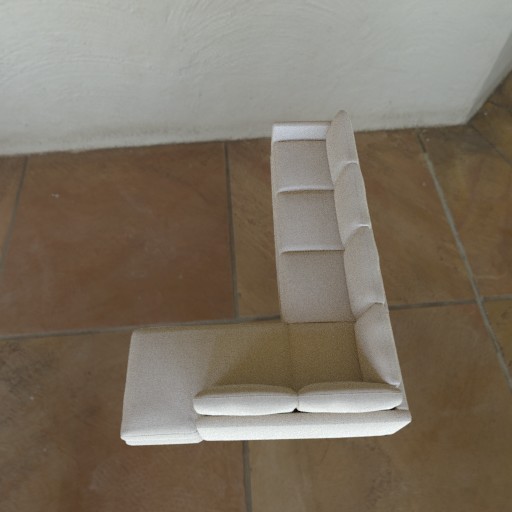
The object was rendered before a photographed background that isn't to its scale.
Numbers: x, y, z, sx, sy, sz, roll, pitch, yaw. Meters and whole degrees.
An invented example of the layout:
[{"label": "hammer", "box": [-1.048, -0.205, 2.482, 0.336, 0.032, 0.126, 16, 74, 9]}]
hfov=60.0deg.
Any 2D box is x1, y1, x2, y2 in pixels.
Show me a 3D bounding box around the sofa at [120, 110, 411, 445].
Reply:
[{"label": "sofa", "box": [0.000, 0.000, 3.852, 2.007, 0.815, 2.949, -1, 59, -1]}]
